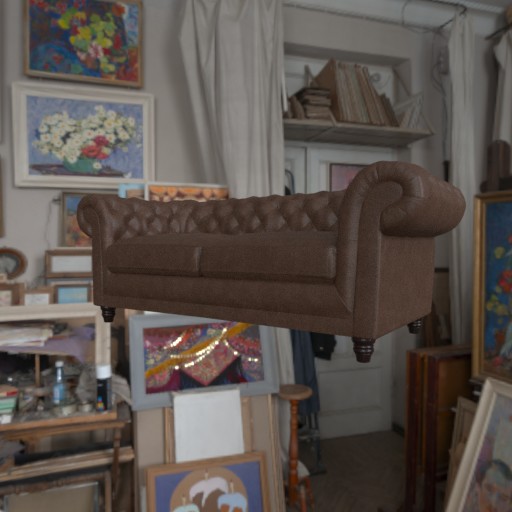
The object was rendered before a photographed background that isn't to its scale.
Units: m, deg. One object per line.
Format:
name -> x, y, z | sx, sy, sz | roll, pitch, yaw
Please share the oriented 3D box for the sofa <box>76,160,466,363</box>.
sofa -> 0.000, 0.000, 2.475 | 2.048, 0.784, 0.955 | 1, 1, 35
